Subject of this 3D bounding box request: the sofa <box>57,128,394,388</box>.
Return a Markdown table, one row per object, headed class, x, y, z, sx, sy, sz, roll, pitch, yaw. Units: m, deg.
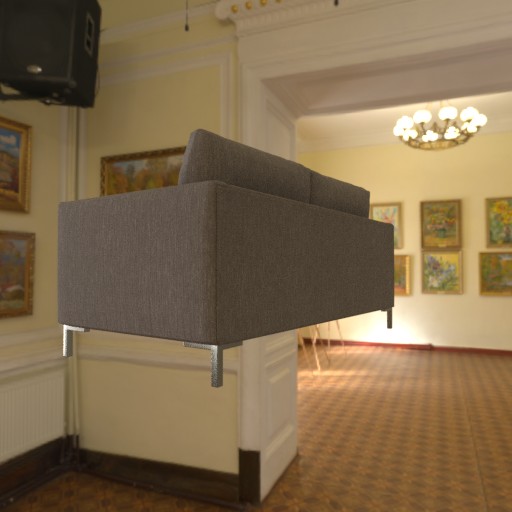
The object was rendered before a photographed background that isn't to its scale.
| class | x | y | z | sx | sy | sz | roll | pitch | yaw |
| --- | --- | --- | --- | --- | --- | --- | --- | --- | --- |
| sofa | 0.000 | 0.000 | 2.236 | 0.875 | 0.840 | 1.682 | -1 | -2 | 35 |
